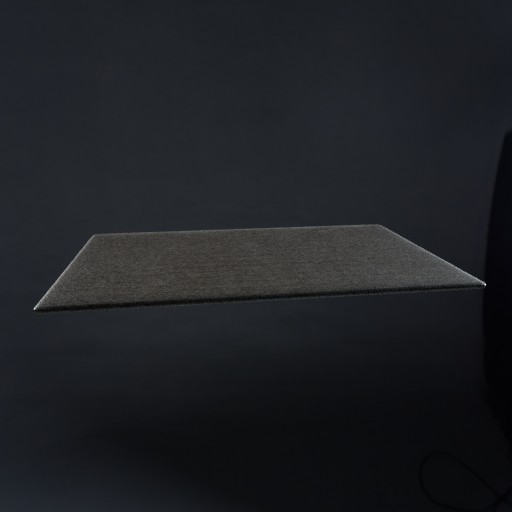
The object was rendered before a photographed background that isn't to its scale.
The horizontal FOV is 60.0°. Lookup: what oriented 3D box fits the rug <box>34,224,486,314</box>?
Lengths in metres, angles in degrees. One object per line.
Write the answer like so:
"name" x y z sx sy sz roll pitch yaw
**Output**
"rug" 0.000 0.000 3.085 2.469 0.024 1.539 -2 17 -8
